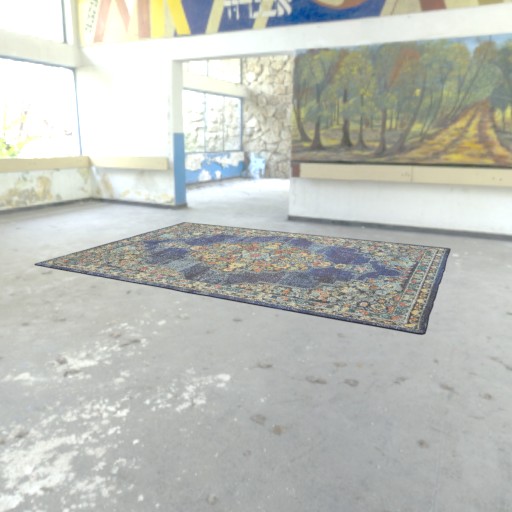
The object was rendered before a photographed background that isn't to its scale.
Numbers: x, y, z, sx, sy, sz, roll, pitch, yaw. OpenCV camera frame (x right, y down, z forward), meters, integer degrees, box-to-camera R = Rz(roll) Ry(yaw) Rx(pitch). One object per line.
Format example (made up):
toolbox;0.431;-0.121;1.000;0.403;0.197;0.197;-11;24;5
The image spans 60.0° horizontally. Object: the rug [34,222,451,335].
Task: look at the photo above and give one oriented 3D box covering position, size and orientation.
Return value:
rug;0.000;0.000;3.767;2.940;0.011;2.053;7;16;25
